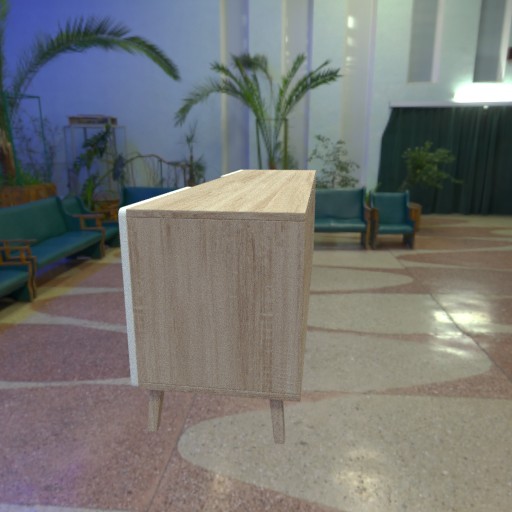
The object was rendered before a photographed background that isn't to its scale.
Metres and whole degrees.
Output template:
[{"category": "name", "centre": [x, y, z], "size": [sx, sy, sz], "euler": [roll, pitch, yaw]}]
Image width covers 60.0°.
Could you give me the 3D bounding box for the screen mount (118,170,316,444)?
[{"category": "screen mount", "centre": [0.000, 0.000, 1.710], "size": [0.420, 0.570, 1.500], "euler": [2, 14, 8]}]
